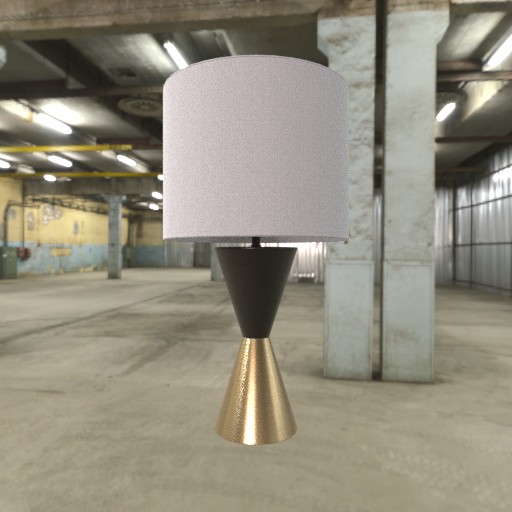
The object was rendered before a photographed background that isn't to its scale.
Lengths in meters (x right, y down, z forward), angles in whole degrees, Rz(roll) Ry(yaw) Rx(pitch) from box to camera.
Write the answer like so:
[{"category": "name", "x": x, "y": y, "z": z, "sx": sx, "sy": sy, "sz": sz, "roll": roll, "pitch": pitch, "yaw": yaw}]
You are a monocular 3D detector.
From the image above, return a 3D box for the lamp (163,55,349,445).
[{"category": "lamp", "x": 0.000, "y": 0.000, "z": 0.740, "sx": 0.304, "sy": 0.573, "sz": 0.304, "roll": 0, "pitch": 0, "yaw": 36}]
